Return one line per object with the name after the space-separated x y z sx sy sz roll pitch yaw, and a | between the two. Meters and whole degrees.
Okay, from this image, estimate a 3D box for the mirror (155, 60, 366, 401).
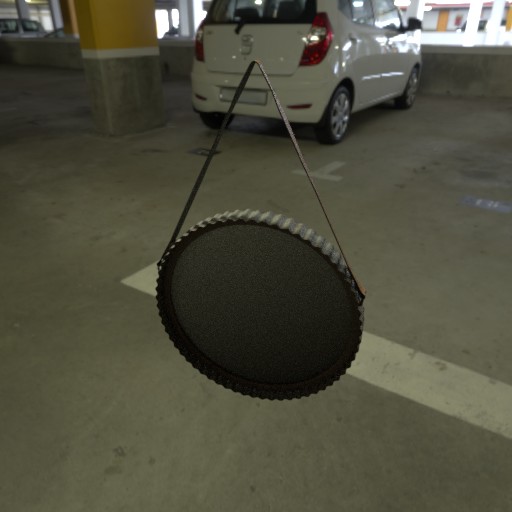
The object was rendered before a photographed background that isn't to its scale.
0.000 0.000 0.701 0.355 0.568 0.042 8 28 15 | mirror
